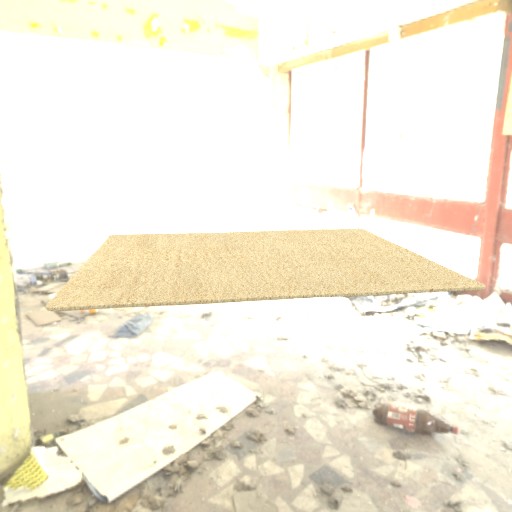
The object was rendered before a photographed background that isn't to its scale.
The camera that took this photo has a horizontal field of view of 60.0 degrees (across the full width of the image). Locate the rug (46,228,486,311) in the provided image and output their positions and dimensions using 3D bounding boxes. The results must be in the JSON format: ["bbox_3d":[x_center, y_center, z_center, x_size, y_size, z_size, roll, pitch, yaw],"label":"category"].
[{"bbox_3d":[0.000,0.000,4.083,3.001,0.025,2.401,-2,14,-8],"label":"rug"}]
